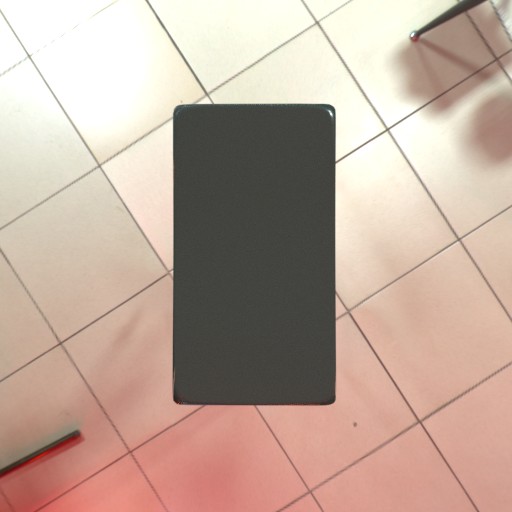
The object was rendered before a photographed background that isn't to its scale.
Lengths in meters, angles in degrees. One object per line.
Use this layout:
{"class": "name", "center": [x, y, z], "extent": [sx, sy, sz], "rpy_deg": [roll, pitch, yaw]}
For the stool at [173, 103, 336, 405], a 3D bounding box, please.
{"class": "stool", "center": [0.000, 0.000, 1.016], "extent": [0.476, 0.737, 0.457], "rpy_deg": [0, 90, 1]}
